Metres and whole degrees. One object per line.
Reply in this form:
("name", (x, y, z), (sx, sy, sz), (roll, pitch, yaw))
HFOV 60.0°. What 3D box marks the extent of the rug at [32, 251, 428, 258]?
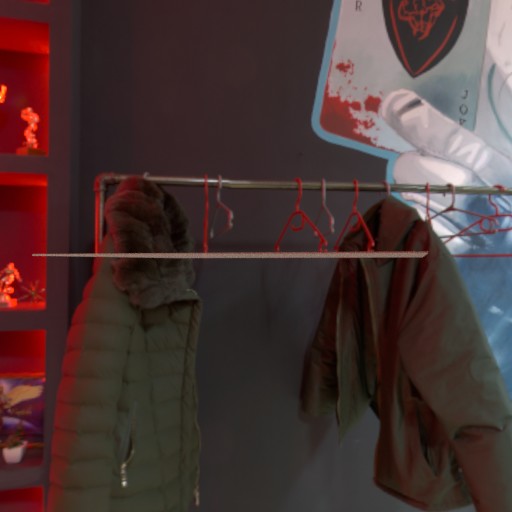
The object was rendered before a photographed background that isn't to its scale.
("rug", (0.000, 0.000, 3.633), (2.584, 0.011, 2.073), (0, -1, 20))
